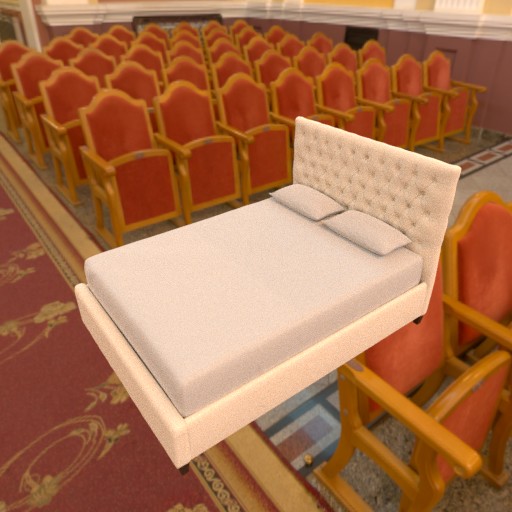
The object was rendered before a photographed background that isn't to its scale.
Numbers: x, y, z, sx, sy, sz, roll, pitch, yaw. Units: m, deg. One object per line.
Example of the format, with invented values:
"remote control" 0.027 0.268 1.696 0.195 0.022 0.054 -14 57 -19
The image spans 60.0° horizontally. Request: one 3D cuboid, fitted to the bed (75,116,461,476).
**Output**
"bed" 0.000 0.000 3.418 2.387 1.427 1.698 -22 38 -31
